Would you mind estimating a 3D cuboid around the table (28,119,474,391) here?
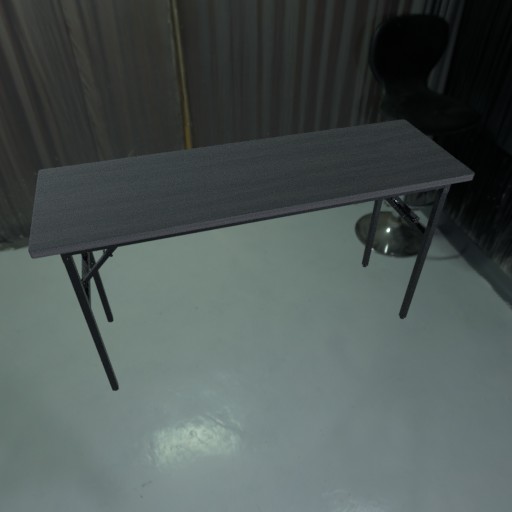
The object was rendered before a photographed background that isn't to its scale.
[{"bbox_3d":[0.000,0.000,1.735,1.399,0.750,0.449,-11,42,-13],"label":"table"}]
